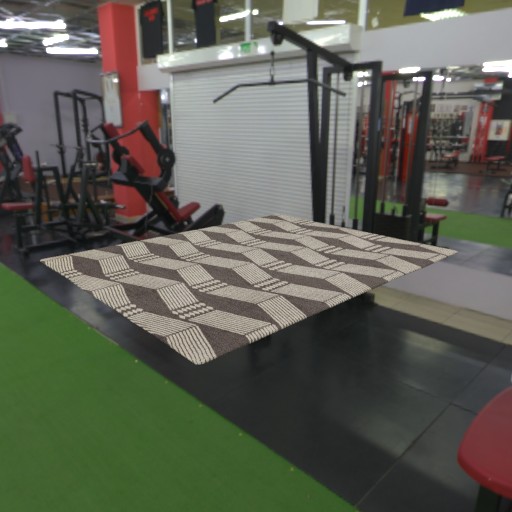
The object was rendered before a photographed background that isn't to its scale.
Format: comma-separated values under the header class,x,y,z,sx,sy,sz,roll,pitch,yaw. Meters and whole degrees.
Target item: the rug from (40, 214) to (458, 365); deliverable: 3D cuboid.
class,x,y,z,sx,sy,sz,roll,pitch,yaw
rug,0.000,0.000,4.107,3.048,0.016,2.438,-15,22,-40
